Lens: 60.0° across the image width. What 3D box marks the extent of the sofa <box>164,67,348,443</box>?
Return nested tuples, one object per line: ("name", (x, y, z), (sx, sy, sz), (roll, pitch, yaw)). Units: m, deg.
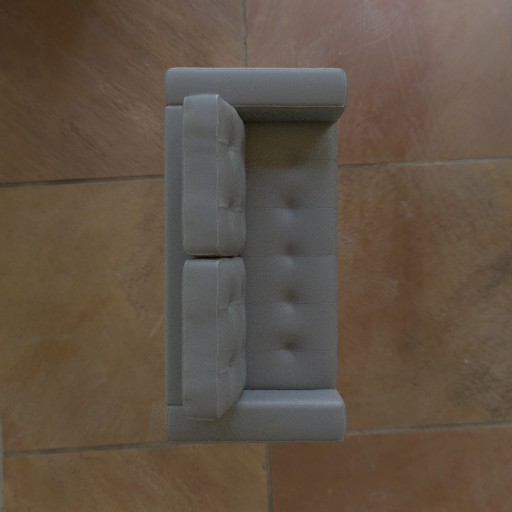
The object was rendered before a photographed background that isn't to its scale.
("sofa", (0.000, 0.000, 2.184), (0.833, 0.893, 1.726), (0, 91, -1))
